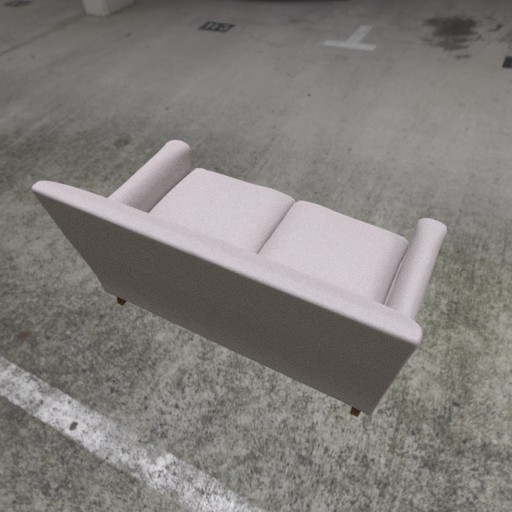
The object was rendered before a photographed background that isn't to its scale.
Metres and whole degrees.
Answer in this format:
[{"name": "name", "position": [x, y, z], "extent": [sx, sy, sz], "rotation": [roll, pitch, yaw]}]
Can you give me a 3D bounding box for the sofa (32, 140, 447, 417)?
[{"name": "sofa", "position": [0.000, 0.000, 2.035], "extent": [1.482, 0.890, 0.888], "rotation": [21, 51, 18]}]
